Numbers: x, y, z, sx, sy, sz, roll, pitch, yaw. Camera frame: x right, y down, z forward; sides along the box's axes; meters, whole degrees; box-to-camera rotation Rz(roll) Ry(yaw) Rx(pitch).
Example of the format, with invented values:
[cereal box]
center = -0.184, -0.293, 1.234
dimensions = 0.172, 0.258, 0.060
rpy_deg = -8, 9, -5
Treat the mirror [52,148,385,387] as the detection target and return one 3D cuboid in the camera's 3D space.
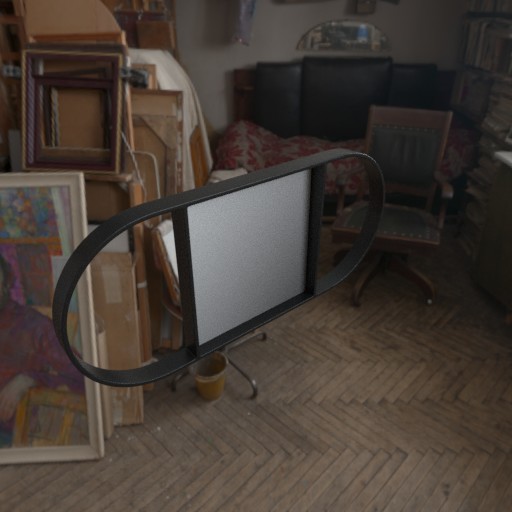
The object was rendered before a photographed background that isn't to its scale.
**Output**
[mirror]
center = 0.000, 0.000, 0.667
dimensions = 0.584, 0.254, 0.032
rpy_deg = -23, 38, -33
